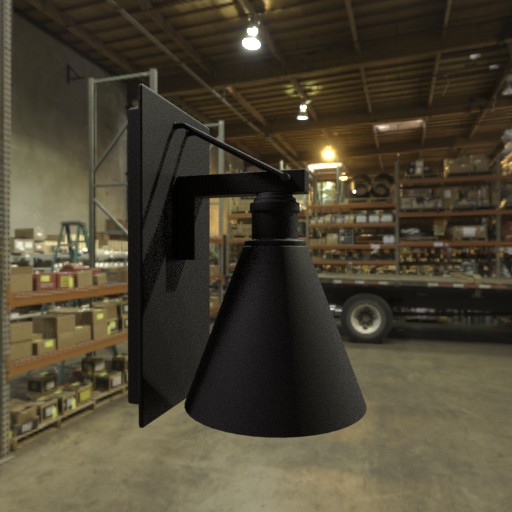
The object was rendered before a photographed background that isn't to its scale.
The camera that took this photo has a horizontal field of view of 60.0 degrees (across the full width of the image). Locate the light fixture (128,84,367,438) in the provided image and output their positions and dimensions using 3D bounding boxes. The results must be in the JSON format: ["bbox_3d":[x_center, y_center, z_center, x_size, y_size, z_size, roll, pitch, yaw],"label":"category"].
[{"bbox_3d":[0.000,0.000,0.427,0.207,0.298,0.170,0,0,18],"label":"light fixture"}]
